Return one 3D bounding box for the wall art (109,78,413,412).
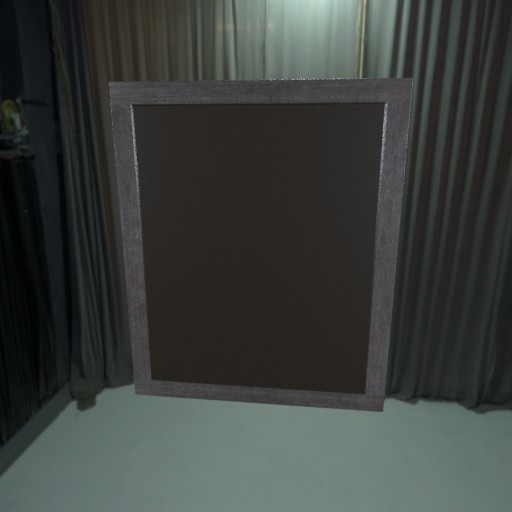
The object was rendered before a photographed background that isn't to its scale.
[{"bbox_3d":[0.000,0.000,0.785,0.479,0.580,0.027,2,16,7],"label":"wall art"}]
